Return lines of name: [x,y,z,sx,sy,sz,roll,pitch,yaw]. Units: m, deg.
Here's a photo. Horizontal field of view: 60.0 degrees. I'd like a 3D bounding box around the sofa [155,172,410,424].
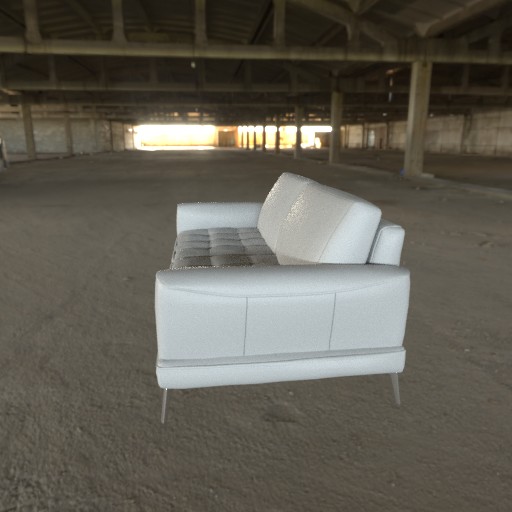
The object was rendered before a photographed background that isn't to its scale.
sofa: [0.000,0.000,2.808,1.121,0.930,2.177,-2,15,-7]
